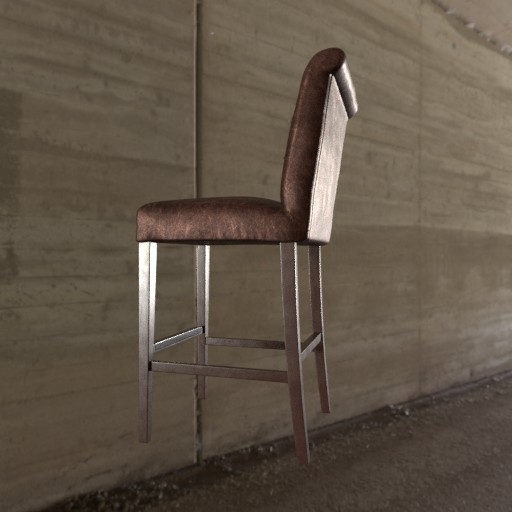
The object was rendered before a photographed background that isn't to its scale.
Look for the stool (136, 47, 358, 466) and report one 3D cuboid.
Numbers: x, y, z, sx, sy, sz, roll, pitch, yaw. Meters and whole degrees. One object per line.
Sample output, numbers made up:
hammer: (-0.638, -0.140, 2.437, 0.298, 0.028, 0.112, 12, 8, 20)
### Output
stool: (0.000, 0.000, 1.517, 0.659, 1.168, 0.483, 0, 0, 17)
